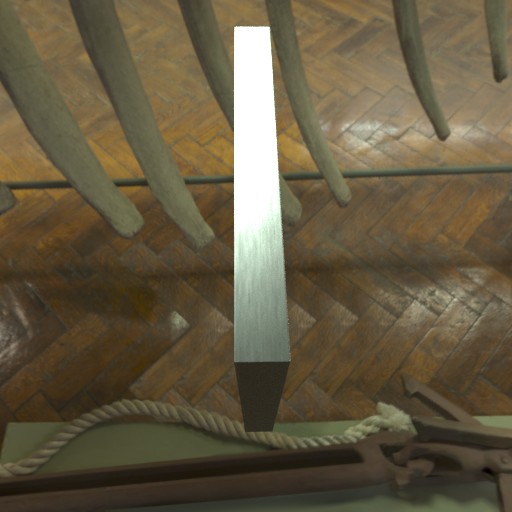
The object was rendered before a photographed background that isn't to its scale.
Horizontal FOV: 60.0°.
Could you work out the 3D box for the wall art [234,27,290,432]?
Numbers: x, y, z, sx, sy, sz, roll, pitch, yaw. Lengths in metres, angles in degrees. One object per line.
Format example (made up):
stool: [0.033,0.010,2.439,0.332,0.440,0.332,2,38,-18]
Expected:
wall art: [0.000,0.000,0.528,0.038,0.350,0.350,-1,61,-1]
